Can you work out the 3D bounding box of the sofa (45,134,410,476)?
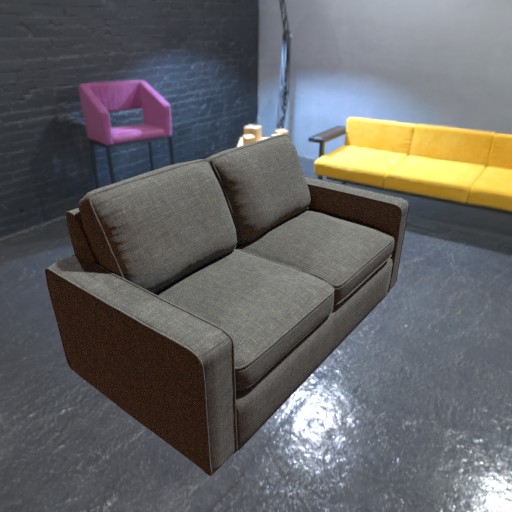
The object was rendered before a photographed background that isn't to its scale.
[{"bbox_3d":[0.000,0.000,2.232,0.947,0.918,1.709,20,34,33],"label":"sofa"}]
